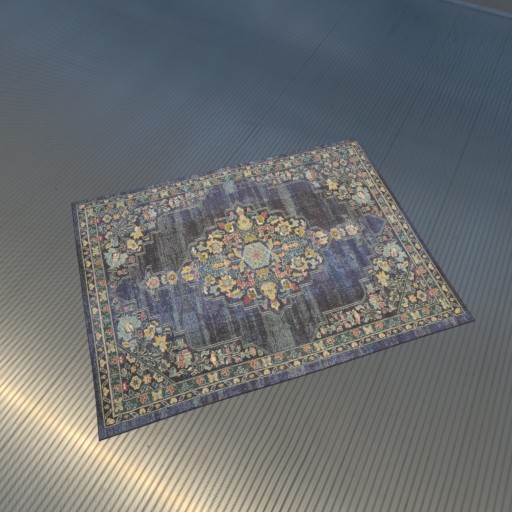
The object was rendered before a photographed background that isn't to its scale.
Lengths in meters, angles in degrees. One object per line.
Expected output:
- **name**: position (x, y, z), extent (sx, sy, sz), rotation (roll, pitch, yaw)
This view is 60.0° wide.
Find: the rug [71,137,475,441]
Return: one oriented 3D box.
- **rug**: position (0.000, 0.000, 4.693), extent (3.612, 0.035, 2.716), rotation (-15, 58, -10)
